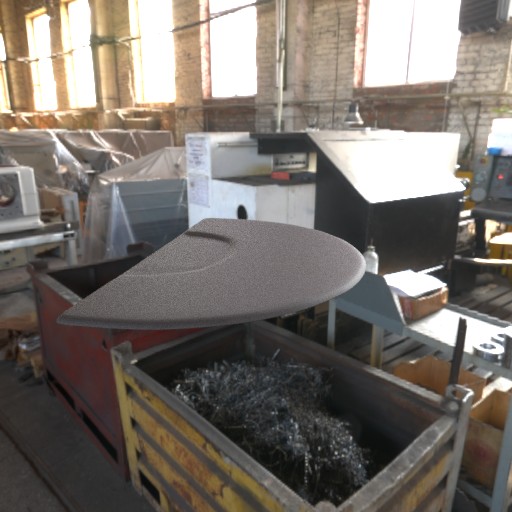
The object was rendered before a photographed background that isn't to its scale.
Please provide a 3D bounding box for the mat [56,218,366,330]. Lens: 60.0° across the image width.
[{"bbox_3d":[0.000,0.000,1.895,0.917,0.022,1.525,3,16,10],"label":"mat"}]
